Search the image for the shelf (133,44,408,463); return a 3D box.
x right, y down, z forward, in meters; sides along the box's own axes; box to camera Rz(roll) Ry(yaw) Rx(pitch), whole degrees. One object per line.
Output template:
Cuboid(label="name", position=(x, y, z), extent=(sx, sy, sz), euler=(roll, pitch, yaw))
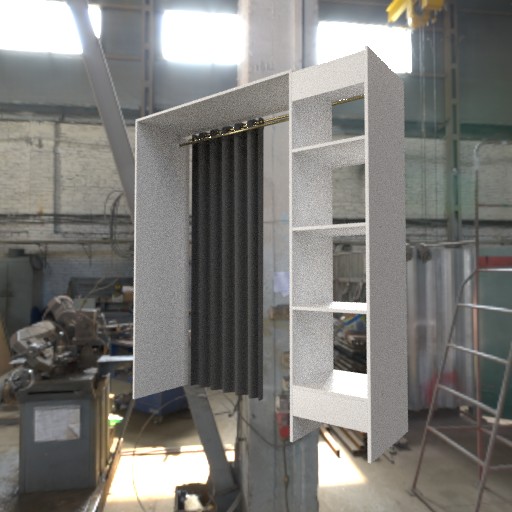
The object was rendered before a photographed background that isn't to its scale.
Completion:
Cuboid(label="shelf", position=(0.000, 0.000, 2.590), extent=(1.600, 1.810, 0.500), euler=(-2, -3, 37))
